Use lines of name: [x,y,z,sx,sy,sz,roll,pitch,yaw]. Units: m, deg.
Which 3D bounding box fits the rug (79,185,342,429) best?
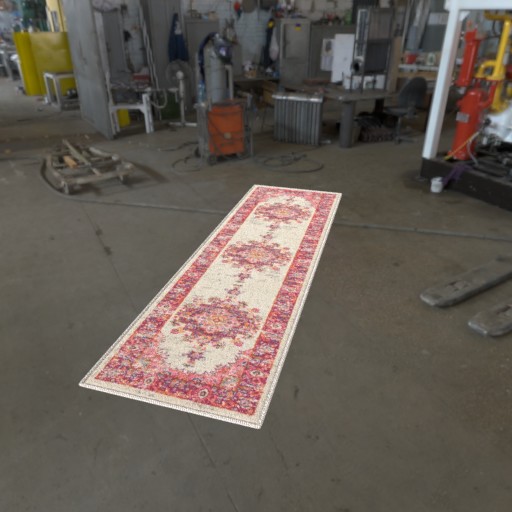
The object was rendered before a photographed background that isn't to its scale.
rug: [0.000,0.000,2.005,0.562,0.009,1.824,8,30,14]
